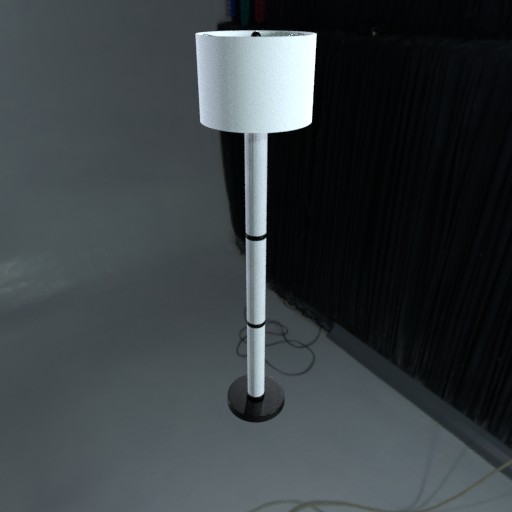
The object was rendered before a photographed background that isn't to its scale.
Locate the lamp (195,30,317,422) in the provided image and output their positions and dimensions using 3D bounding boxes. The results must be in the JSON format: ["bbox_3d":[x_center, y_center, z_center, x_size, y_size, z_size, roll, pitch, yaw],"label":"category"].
[{"bbox_3d":[0.000,0.000,1.766,0.377,1.599,0.377,-21,36,-33],"label":"lamp"}]
